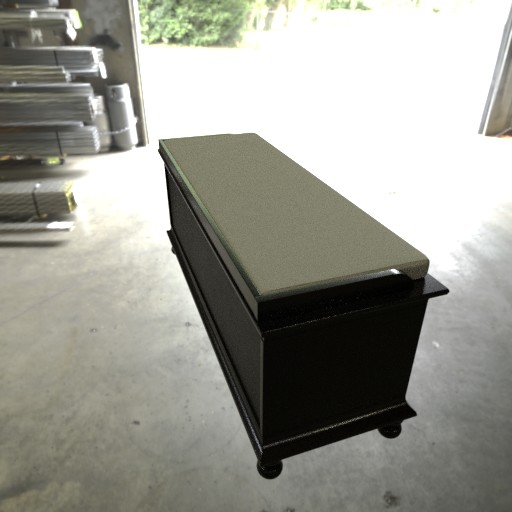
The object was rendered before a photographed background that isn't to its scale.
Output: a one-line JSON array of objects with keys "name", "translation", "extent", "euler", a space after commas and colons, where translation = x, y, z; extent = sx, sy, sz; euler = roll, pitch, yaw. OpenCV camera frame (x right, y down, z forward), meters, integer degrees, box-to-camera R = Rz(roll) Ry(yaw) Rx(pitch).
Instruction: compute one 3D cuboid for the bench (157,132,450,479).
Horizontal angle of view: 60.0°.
[{"name": "bench", "translation": [0.000, 0.000, 1.412], "extent": [0.402, 0.501, 1.185], "euler": [-10, 31, -17]}]
